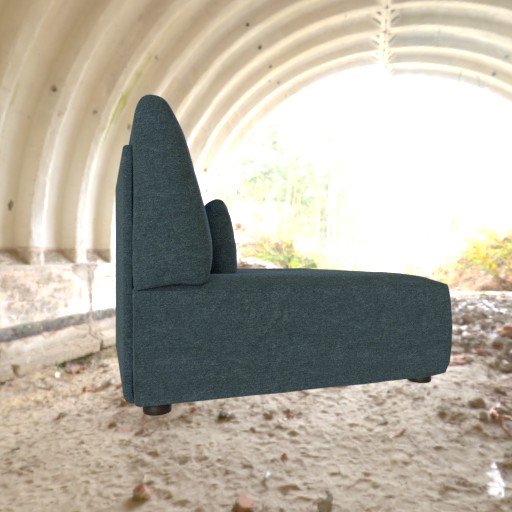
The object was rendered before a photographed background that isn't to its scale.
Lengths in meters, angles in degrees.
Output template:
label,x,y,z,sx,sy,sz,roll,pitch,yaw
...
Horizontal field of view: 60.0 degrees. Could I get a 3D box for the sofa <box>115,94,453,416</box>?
label,x,y,z,sx,sy,sz,roll,pitch,yaw
sofa,0.000,0.000,1.682,1.000,0.820,0.930,0,0,-19
